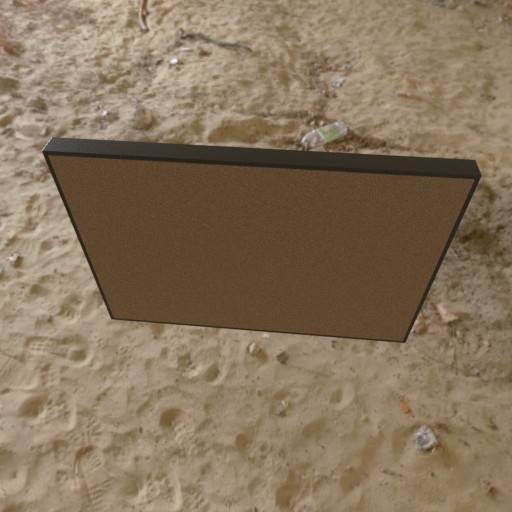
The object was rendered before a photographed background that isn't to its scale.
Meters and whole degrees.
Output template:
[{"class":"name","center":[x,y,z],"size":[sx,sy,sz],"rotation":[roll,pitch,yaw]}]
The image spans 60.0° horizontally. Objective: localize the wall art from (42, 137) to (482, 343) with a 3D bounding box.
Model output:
[{"class":"wall art","center":[0.000,0.000,1.194],"size":[0.939,0.640,0.058],"rotation":[4,47,4]}]
